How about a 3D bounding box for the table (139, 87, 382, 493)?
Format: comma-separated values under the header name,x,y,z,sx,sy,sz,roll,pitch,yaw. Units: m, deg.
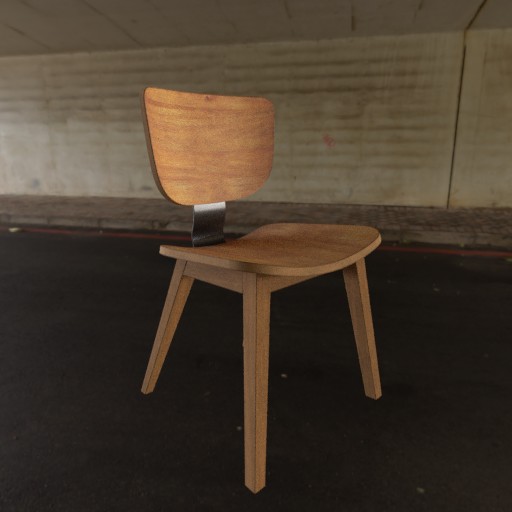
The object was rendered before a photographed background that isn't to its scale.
name,x,y,z,sx,sy,sz,roll,pitch,yaw
table,0.000,0.000,1.127,0.500,0.805,0.499,14,20,43
